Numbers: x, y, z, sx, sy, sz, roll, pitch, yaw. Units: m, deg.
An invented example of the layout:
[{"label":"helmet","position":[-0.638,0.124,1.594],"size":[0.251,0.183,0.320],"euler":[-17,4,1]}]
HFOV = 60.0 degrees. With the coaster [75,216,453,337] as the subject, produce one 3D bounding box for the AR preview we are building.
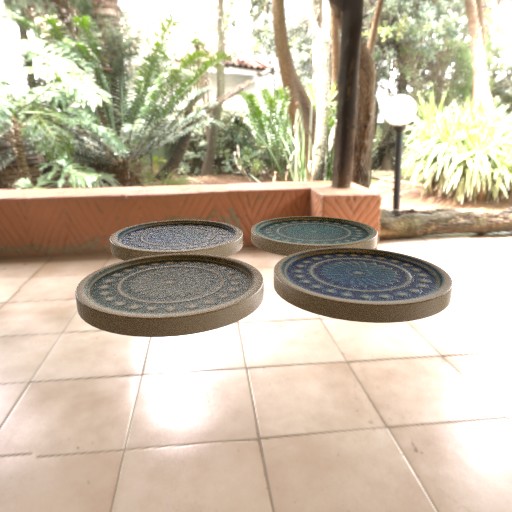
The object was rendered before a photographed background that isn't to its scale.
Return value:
[{"label":"coaster","position":[0.000,0.000,0.325],"size":[0.224,0.010,0.220],"euler":[-2,17,-8]}]
